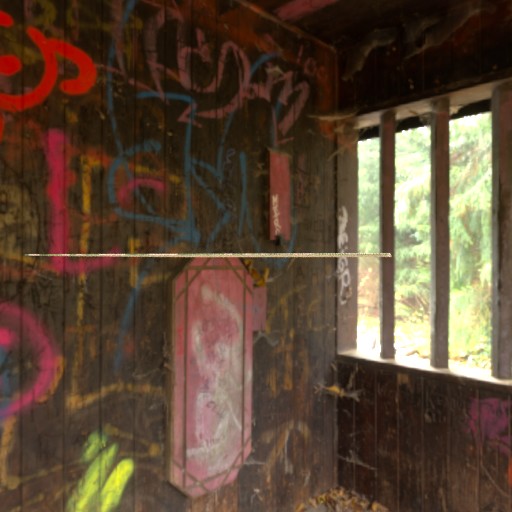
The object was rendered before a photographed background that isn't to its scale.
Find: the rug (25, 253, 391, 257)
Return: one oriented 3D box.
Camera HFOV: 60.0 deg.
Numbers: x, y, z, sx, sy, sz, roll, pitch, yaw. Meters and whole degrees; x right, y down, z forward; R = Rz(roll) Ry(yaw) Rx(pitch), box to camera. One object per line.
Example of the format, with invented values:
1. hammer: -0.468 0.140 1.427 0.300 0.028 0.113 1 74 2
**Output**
1. rug: 0.000 0.000 4.182 2.436 0.007 3.045 0 0 17
